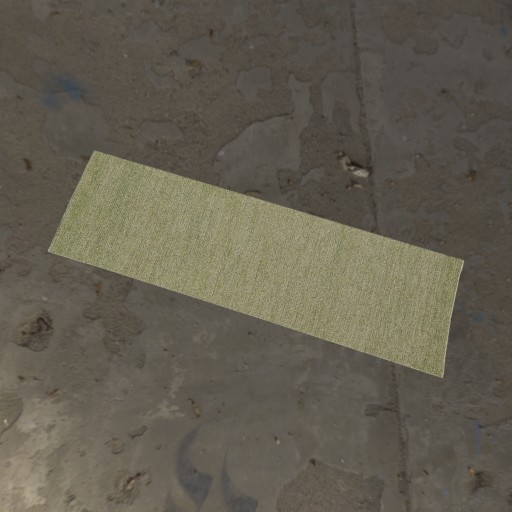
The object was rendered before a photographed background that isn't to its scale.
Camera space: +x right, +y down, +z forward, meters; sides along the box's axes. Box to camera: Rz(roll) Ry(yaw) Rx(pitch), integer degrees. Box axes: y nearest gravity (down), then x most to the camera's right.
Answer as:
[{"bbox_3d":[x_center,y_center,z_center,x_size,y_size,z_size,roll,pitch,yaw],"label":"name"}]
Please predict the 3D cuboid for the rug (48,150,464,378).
[{"bbox_3d":[0.000,0.000,2.573,2.340,0.013,0.686,17,76,5],"label":"rug"}]
